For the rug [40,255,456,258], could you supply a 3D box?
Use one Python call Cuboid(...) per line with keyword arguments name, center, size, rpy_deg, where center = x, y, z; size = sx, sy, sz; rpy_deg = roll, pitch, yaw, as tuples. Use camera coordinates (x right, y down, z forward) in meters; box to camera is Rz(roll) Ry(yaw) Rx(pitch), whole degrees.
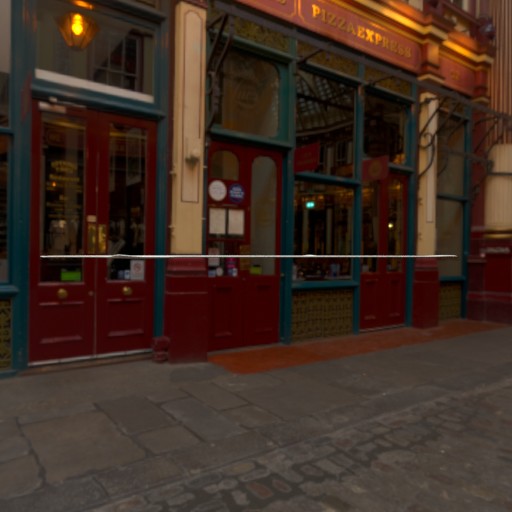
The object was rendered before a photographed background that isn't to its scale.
Cuboid(name="rug", center=(0.000, 0.000, 3.027), size=(2.434, 0.023, 1.518), rpy_deg=(0, 0, -36))
